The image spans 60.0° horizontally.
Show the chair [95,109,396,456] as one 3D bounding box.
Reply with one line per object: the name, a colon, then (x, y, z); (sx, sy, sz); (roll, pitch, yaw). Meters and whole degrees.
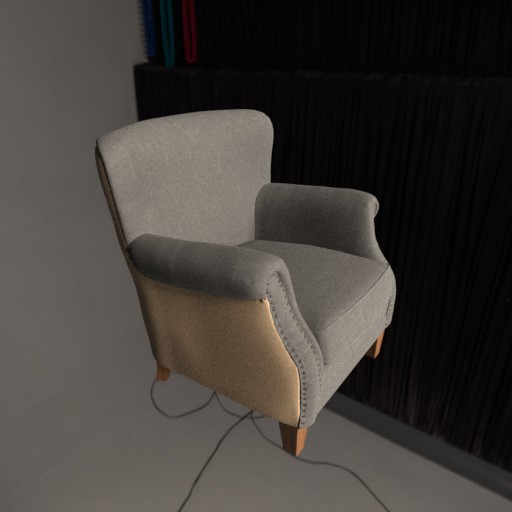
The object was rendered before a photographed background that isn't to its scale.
chair: (0.000, 0.000, 1.643); (0.921, 0.936, 0.861); (17, 30, 32)
